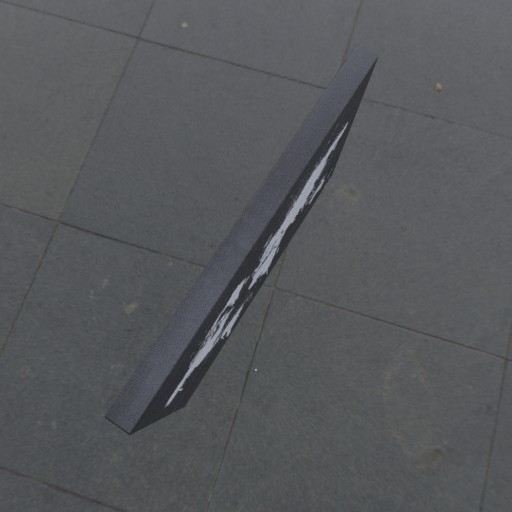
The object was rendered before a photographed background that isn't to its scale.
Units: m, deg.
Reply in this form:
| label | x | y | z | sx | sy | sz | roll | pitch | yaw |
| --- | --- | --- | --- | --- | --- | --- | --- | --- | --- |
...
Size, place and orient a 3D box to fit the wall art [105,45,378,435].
| label | x | y | z | sx | sy | sz | roll | pitch | yaw |
| --- | --- | --- | --- | --- | --- | --- | --- | --- | --- |
| wall art | 0.000 | 0.000 | 0.778 | 0.038 | 0.409 | 0.610 | 31 | 78 | 8 |
